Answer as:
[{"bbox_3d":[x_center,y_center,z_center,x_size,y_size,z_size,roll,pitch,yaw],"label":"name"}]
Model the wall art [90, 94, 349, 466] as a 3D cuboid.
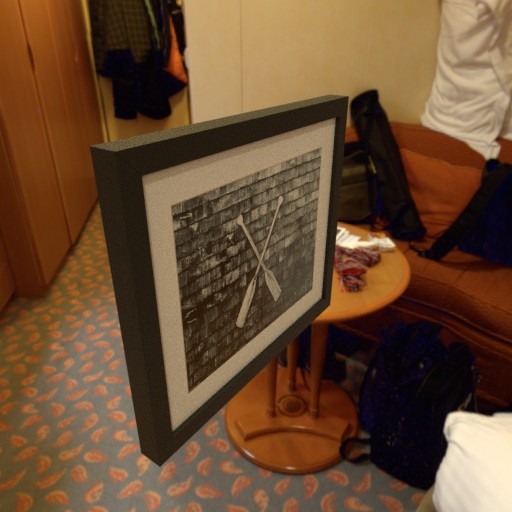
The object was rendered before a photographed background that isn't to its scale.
[{"bbox_3d":[0.000,0.000,0.534,0.029,0.330,0.381,18,32,32],"label":"wall art"}]
